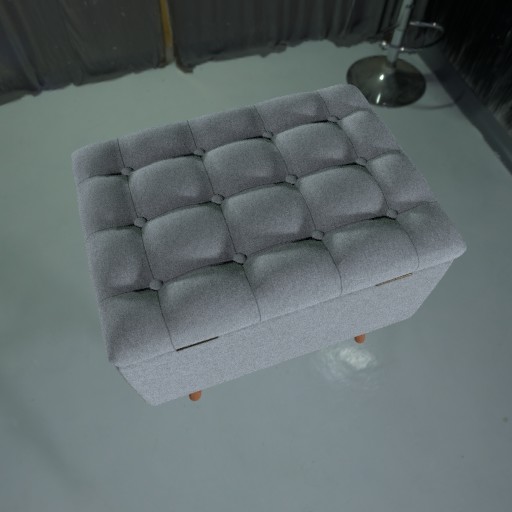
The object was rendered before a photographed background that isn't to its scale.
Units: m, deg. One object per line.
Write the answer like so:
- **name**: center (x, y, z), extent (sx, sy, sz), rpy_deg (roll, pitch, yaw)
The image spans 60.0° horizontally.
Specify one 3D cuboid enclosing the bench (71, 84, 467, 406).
- **bench**: center (0.000, 0.000, 0.913), extent (0.572, 0.469, 0.417), rpy_deg (-17, 61, -10)
